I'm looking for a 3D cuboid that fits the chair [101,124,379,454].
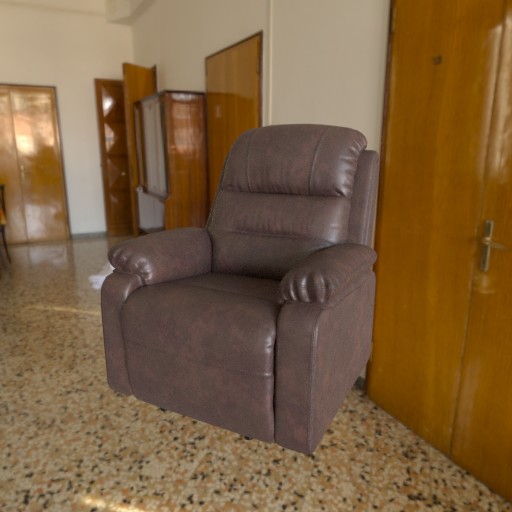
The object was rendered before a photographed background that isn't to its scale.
[{"bbox_3d":[0.000,0.000,1.684,0.855,0.992,0.919,7,16,27],"label":"chair"}]
